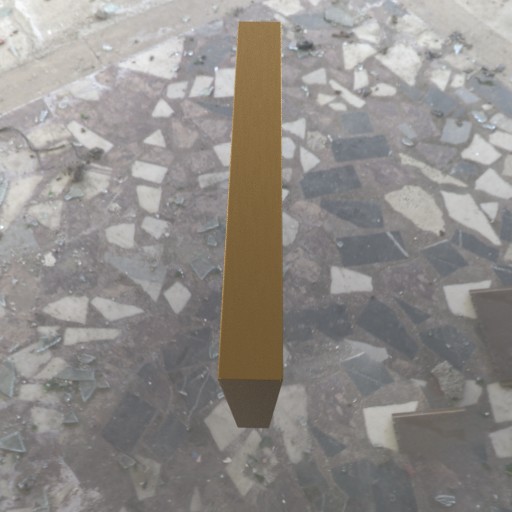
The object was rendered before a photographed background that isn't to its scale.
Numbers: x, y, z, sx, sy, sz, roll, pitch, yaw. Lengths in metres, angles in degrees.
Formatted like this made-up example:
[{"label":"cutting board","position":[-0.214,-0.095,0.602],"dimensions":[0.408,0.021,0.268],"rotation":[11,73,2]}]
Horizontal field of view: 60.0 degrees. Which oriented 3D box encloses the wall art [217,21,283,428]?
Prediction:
[{"label":"wall art","position":[0.000,0.000,0.454],"dimensions":[0.037,0.305,0.305],"rotation":[1,64,1]}]
